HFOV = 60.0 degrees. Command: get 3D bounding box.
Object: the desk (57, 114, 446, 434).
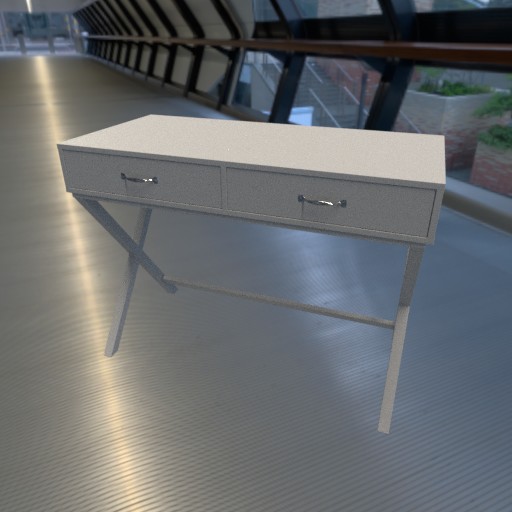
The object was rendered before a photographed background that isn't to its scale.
[{"bbox_3d":[0.000,0.000,1.505,1.057,0.780,0.525,10,29,18],"label":"desk"}]
